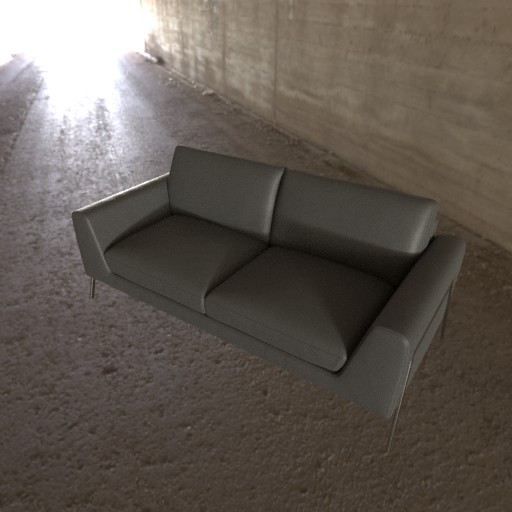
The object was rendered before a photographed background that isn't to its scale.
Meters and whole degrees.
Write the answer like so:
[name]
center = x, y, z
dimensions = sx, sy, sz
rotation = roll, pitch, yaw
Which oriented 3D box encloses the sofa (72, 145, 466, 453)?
[sofa]
center = 0.000, 0.000, 2.518
dimensions = 2.017, 0.875, 0.953
rotation = 19, 35, 29
